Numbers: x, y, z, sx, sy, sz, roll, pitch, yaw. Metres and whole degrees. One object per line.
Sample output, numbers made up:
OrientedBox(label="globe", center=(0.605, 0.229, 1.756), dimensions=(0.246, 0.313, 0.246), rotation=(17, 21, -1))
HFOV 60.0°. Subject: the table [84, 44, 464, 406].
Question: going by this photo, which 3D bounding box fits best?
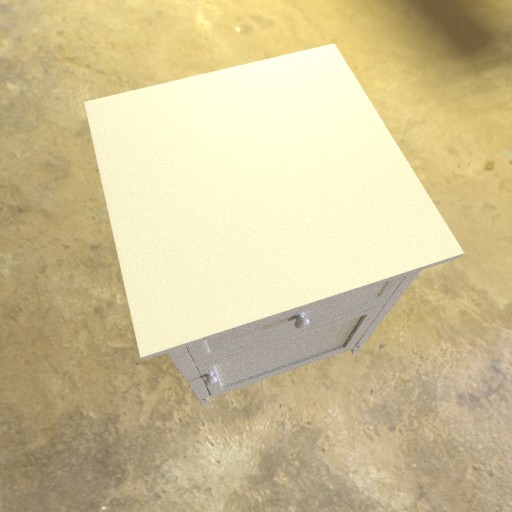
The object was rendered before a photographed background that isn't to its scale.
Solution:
OrientedBox(label="table", center=(0.000, 0.000, 0.781), dimensions=(0.381, 0.483, 0.381), rotation=(-17, 64, -8))
